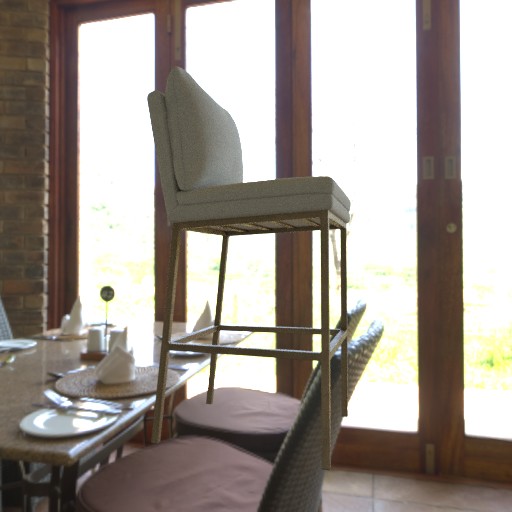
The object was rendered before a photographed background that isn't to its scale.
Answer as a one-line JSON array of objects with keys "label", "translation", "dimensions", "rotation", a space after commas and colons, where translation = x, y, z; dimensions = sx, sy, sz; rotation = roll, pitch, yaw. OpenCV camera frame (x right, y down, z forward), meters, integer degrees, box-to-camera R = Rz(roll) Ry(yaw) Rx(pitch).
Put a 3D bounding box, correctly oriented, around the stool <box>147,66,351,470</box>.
[{"label": "stool", "translation": [0.000, 0.000, 1.451], "dimensions": [0.572, 1.125, 0.463], "rotation": [0, -1, 18]}]
